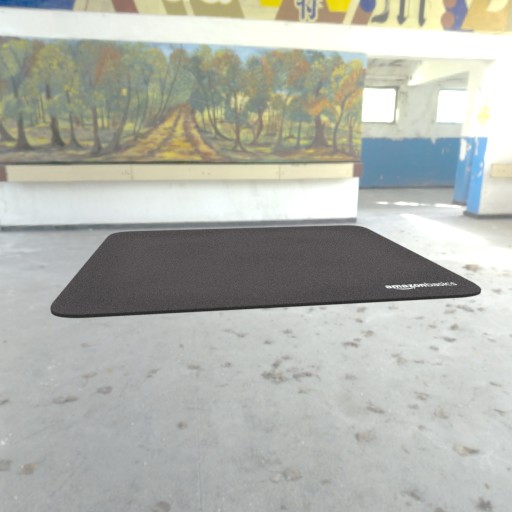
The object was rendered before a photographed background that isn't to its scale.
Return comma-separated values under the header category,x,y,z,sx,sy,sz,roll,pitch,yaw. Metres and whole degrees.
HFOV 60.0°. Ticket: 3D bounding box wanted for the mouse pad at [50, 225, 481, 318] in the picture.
category,x,y,z,sx,sy,sz,roll,pitch,yaw
mouse pad,0.000,0.000,0.340,0.249,0.002,0.211,-2,15,-8
